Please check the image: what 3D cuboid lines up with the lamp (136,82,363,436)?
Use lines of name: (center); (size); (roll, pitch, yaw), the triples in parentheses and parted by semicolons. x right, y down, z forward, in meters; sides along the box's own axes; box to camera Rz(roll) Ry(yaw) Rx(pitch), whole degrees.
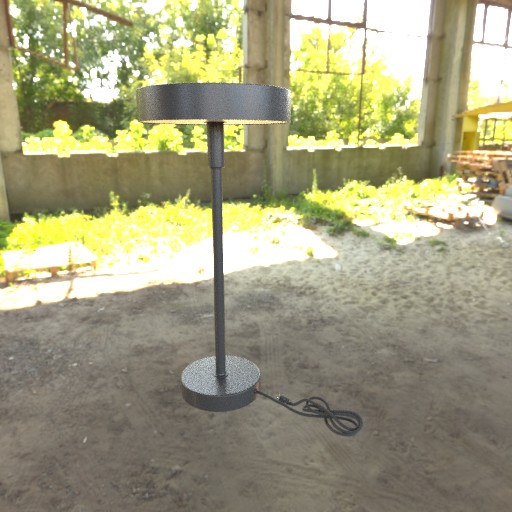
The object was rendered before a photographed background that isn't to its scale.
lamp: (0.000, 0.000, 0.694); (0.369, 0.508, 0.229); (8, 17, 27)
